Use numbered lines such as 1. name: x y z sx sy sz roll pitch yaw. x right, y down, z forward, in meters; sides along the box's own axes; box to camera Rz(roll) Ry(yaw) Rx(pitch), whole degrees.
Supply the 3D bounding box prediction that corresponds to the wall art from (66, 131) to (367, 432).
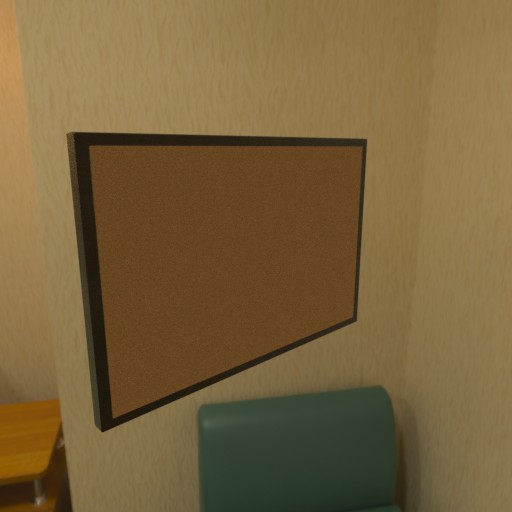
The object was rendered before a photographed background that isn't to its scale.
1. wall art: 0.000 0.000 1.171 0.912 0.612 0.038 -12 18 -41
